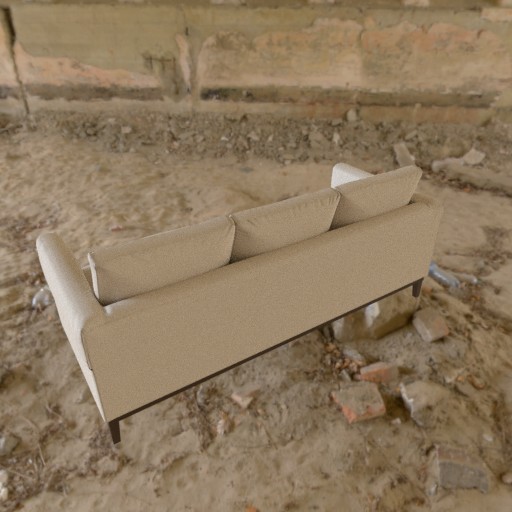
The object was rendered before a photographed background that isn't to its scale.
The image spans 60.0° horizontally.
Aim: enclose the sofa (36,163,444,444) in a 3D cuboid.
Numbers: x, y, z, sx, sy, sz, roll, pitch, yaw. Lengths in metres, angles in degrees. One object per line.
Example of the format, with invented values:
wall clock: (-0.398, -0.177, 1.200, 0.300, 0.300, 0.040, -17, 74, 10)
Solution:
sofa: (0.000, 0.000, 2.617, 2.198, 0.911, 0.902, -18, 35, -28)
